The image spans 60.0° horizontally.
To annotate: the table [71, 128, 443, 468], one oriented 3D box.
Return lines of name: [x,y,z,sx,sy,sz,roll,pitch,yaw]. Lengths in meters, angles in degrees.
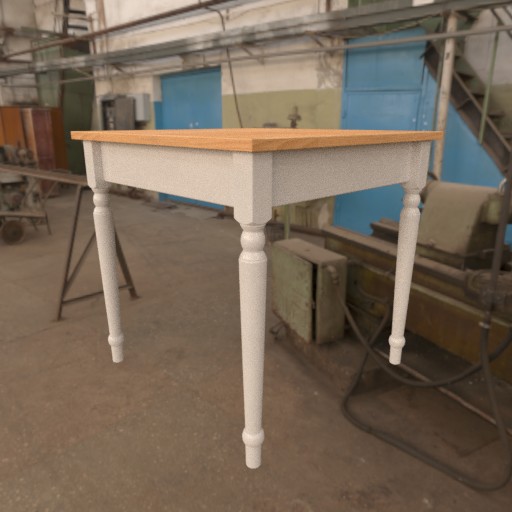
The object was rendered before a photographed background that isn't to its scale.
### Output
table: [0.000,0.000,1.363,0.747,0.738,0.747,-16,23,-42]
